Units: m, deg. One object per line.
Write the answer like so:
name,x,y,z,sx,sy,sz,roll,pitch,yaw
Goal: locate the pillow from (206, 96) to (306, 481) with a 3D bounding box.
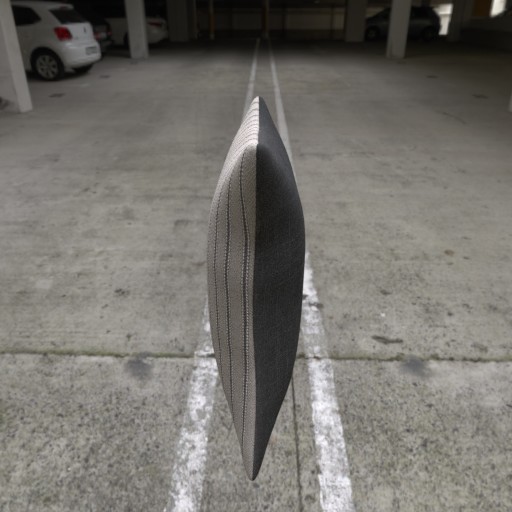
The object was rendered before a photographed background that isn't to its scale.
pillow,0.000,0.000,0.704,0.138,0.444,0.468,0,26,1
